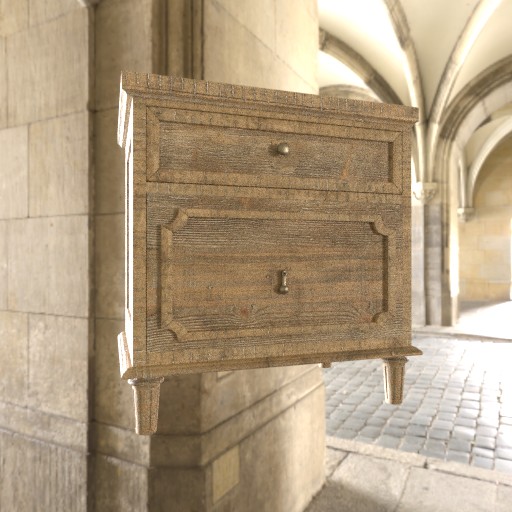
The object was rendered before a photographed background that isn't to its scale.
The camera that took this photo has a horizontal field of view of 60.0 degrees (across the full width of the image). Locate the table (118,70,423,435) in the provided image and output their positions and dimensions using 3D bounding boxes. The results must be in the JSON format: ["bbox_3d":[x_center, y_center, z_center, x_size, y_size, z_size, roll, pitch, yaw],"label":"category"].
[{"bbox_3d":[0.000,0.000,1.163,0.686,0.711,0.457,0,0,-18],"label":"table"}]
